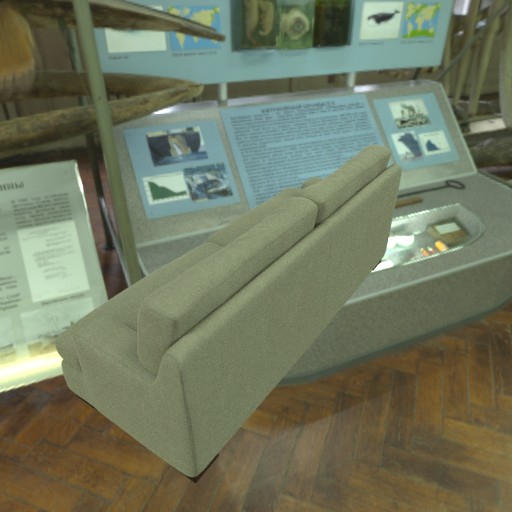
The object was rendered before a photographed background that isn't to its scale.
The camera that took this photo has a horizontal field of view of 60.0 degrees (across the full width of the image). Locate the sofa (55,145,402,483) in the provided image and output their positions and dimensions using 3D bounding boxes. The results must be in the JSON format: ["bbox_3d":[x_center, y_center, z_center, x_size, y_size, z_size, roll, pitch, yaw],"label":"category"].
[{"bbox_3d":[0.000,0.000,2.783,0.962,0.980,2.354,21,38,29],"label":"sofa"}]
